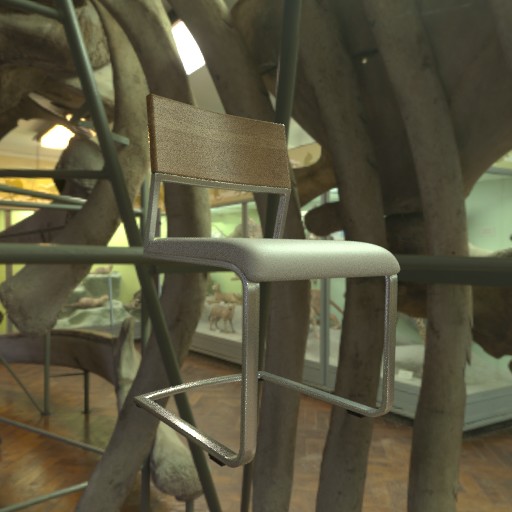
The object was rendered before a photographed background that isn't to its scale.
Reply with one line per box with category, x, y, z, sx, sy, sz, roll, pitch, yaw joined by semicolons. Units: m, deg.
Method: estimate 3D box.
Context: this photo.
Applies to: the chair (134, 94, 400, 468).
chair;0.000;0.000;1.170;0.467;0.844;0.585;0;0;-38
